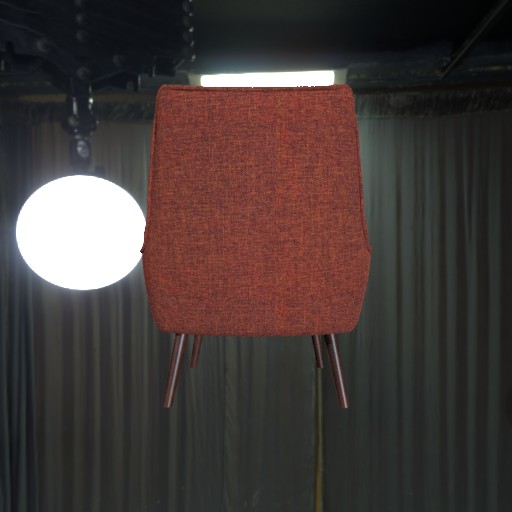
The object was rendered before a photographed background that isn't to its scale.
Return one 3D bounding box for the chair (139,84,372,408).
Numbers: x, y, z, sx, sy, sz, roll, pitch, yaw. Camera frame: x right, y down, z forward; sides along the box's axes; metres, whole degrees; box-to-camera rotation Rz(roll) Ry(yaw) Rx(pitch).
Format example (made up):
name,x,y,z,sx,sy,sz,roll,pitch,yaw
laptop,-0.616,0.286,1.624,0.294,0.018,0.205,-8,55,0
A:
name,x,y,z,sx,sy,sz,roll,pitch,yaw
chair,0.000,0.000,1.521,0.803,0.911,0.784,0,-1,1
